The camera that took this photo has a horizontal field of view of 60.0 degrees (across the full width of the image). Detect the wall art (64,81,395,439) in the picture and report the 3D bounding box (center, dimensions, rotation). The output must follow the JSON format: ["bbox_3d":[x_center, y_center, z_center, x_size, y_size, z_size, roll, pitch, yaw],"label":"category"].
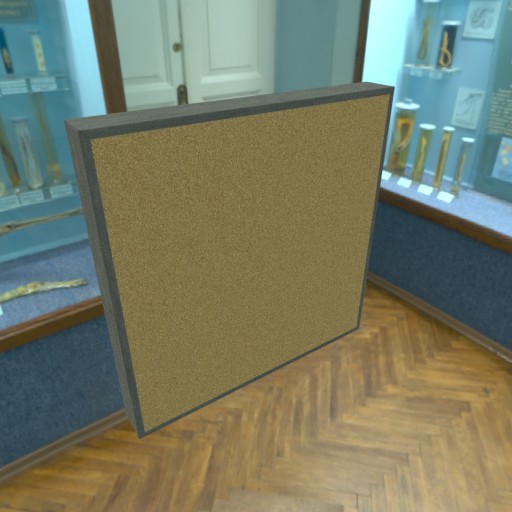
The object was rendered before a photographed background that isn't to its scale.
[{"bbox_3d":[0.000,0.000,0.448,0.303,0.302,0.038,-19,35,-29],"label":"wall art"}]
